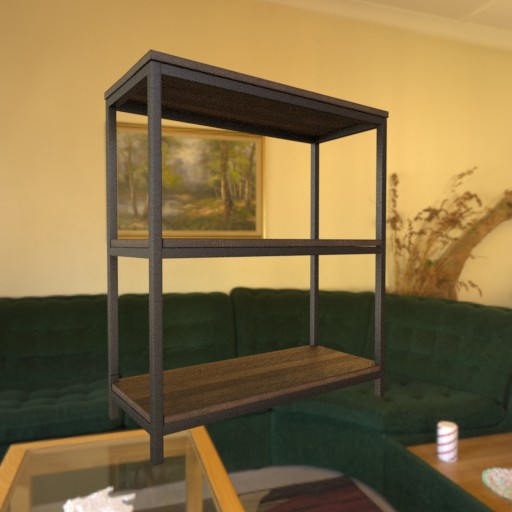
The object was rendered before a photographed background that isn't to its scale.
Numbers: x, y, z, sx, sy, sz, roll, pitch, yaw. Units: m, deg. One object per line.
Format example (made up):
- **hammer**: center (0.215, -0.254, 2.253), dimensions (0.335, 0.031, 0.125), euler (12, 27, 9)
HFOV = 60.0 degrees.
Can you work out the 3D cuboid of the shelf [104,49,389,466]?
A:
- **shelf**: center (0.000, 0.000, 1.385), dimensions (0.822, 0.947, 0.352), euler (-1, 2, -35)
